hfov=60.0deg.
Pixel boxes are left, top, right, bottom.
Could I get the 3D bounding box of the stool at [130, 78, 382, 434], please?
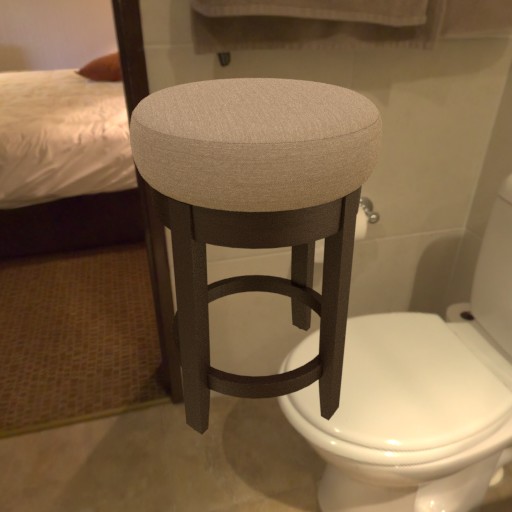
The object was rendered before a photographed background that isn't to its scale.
[{"bbox_3d":[0.000,0.000,0.938,0.443,0.672,0.443,0,31,0],"label":"stool"}]
